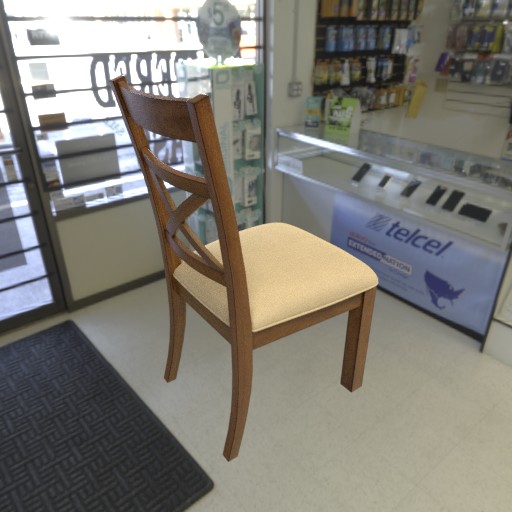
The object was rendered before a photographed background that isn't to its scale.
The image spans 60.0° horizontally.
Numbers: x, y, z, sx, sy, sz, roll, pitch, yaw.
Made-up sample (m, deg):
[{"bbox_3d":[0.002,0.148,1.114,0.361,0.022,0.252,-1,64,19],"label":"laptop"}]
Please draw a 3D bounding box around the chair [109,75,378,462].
[{"bbox_3d":[0.000,0.000,1.253,0.581,0.949,0.461,-19,33,-31],"label":"chair"}]
